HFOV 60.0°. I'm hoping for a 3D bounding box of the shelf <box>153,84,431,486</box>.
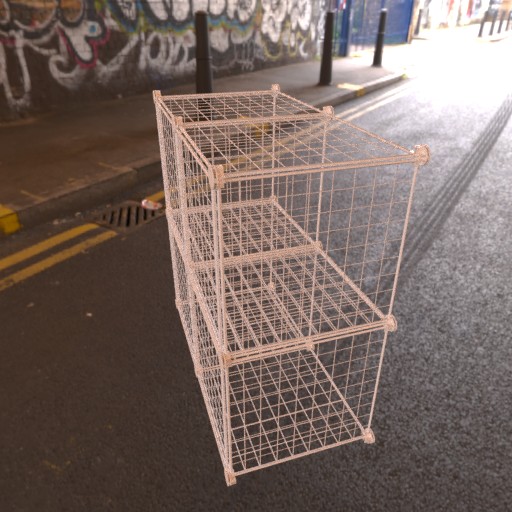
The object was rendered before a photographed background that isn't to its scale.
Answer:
[{"bbox_3d":[0.000,0.000,1.121,0.356,0.711,0.711,-9,31,-16],"label":"shelf"}]
